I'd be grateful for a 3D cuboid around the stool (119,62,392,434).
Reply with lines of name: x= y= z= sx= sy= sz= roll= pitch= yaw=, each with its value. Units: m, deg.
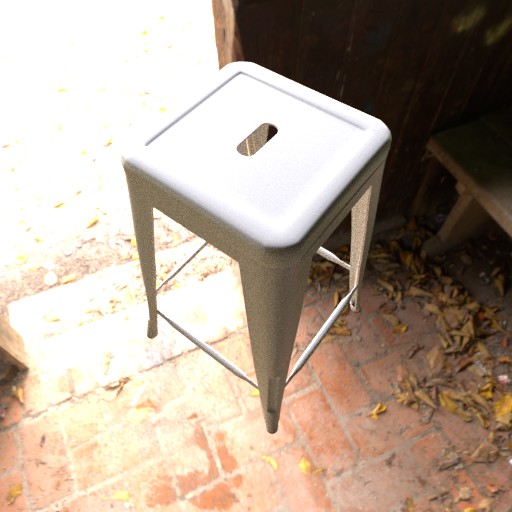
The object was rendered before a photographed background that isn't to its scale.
stool: x=0.000 y=0.000 z=0.900 sx=0.406 sy=0.610 sz=0.406 roll=32 pitch=62 yaw=20
